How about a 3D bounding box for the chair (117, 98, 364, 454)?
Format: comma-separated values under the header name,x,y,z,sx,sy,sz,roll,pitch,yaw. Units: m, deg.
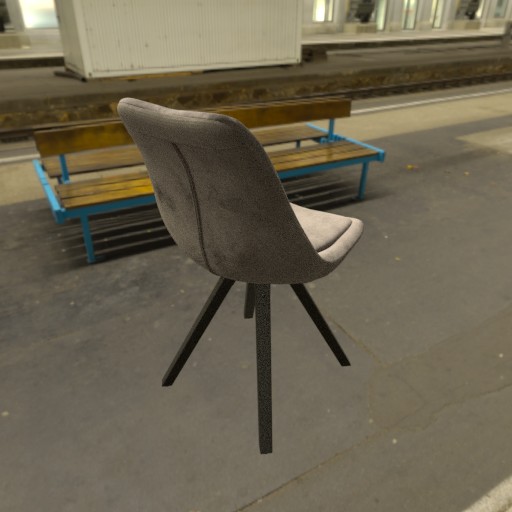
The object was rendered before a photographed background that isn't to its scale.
name,x,y,z,sx,sy,sz,roll,pitch,yaw
chair,0.000,0.000,1.182,0.485,0.850,0.550,21,36,32
